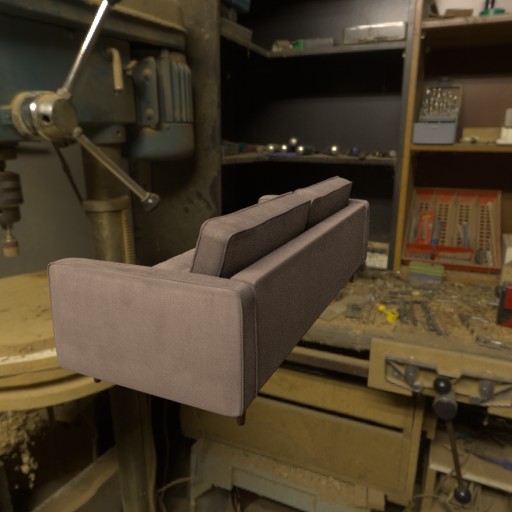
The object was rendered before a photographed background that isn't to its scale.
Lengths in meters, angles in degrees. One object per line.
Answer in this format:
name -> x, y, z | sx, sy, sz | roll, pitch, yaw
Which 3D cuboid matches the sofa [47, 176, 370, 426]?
sofa -> 0.000, 0.000, 2.671 | 0.923, 0.813, 2.295 | 7, 17, 24
